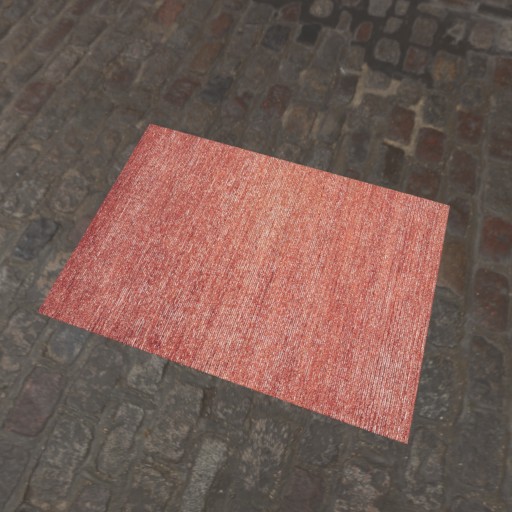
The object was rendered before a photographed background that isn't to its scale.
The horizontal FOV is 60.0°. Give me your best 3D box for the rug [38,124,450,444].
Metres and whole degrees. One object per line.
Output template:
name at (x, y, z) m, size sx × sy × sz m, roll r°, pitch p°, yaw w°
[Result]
rug at (0.000, 0.000, 5.025) m, size 3.965 × 0.025 × 2.803 m, roll 17°, pitch 65°, yaw 8°
